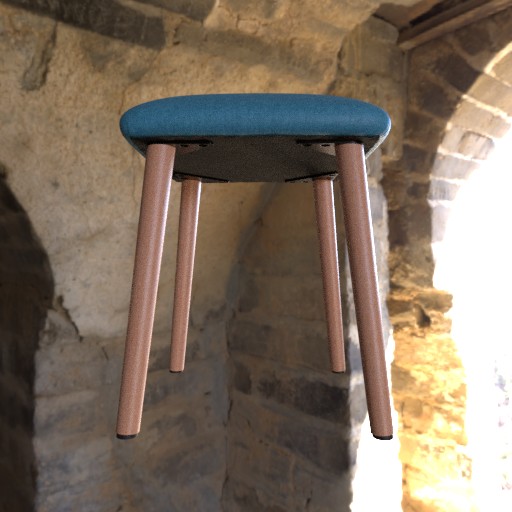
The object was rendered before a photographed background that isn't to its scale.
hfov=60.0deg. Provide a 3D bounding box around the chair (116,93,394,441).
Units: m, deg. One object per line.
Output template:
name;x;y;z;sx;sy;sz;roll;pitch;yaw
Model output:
chair;0.000;0.000;0.710;0.360;0.450;0.360;0;-1;1
